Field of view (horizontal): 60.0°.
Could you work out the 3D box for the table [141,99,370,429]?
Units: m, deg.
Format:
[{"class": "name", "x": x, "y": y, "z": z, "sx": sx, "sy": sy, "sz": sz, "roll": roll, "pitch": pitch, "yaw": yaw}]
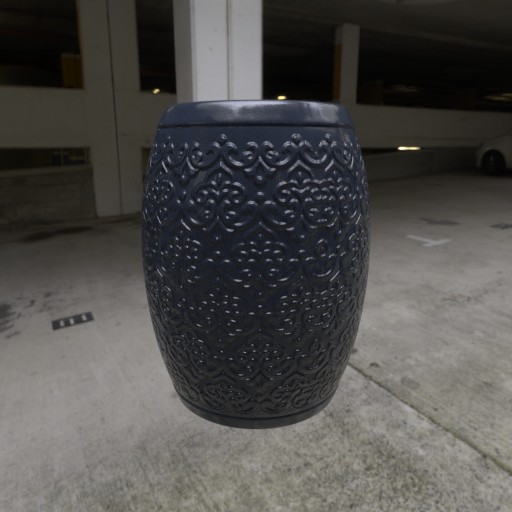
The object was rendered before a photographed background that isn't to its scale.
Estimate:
[{"class": "table", "x": 0.000, "y": 0.000, "z": 0.622, "sx": 0.309, "sy": 0.397, "sz": 0.309, "roll": 0, "pitch": 14, "yaw": 0}]
